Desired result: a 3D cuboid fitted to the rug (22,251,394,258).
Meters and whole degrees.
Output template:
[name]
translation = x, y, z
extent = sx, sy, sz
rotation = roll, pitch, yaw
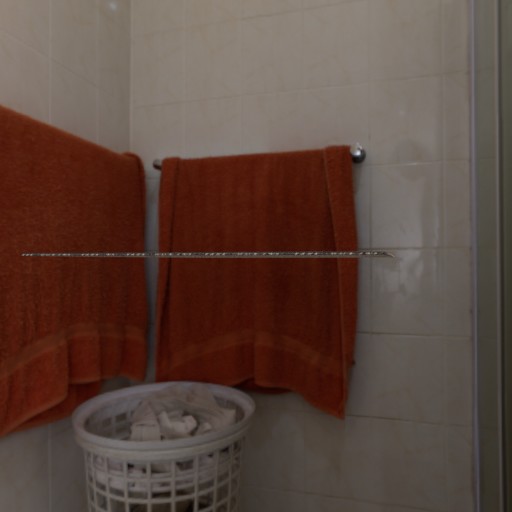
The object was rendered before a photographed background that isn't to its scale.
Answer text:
[rug]
translation = 0.000, 0.000, 3.914
extent = 2.305, 0.017, 2.902
rotation = 0, -1, 18
